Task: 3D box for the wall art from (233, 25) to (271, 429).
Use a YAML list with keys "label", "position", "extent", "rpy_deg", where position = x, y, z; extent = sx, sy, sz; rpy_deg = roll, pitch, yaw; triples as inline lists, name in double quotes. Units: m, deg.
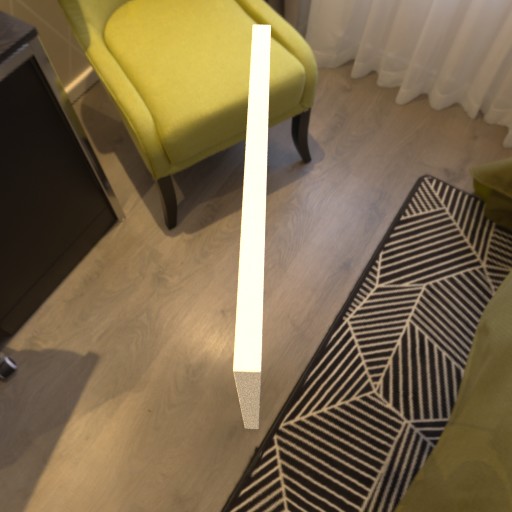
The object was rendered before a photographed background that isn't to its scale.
- label: "wall art"
  position: [0.000, 0.000, 1.147]
  extent: [0.040, 0.762, 0.762]
  rpy_deg: [2, 63, 1]
